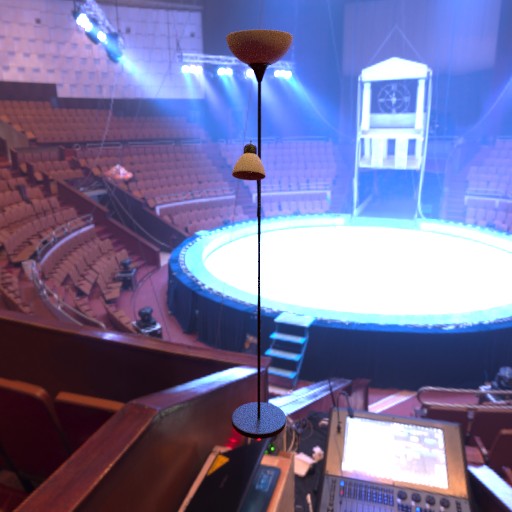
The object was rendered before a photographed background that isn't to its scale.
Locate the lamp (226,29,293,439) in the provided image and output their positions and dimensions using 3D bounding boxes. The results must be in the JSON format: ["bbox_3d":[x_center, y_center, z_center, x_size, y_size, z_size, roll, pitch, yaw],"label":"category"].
[{"bbox_3d":[0.000,0.000,1.961,0.279,1.804,0.442,3,15,10],"label":"lamp"}]
